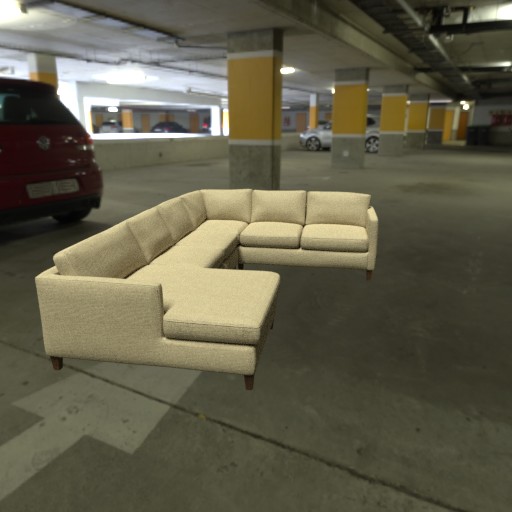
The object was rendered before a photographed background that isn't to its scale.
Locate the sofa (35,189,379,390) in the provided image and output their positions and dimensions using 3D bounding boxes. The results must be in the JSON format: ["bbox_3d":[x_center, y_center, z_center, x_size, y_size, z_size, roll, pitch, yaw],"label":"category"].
[{"bbox_3d":[0.000,0.000,4.560,2.593,0.959,3.460,3,17,10],"label":"sofa"}]
